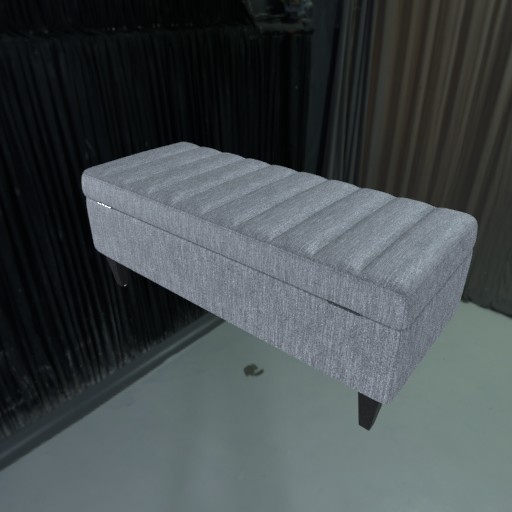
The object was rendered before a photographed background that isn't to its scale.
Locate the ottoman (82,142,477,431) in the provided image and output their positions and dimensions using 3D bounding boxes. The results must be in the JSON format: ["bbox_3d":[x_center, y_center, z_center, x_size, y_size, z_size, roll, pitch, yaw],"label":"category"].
[{"bbox_3d":[0.000,0.000,1.417,1.151,0.469,0.482,22,37,34],"label":"ottoman"}]
